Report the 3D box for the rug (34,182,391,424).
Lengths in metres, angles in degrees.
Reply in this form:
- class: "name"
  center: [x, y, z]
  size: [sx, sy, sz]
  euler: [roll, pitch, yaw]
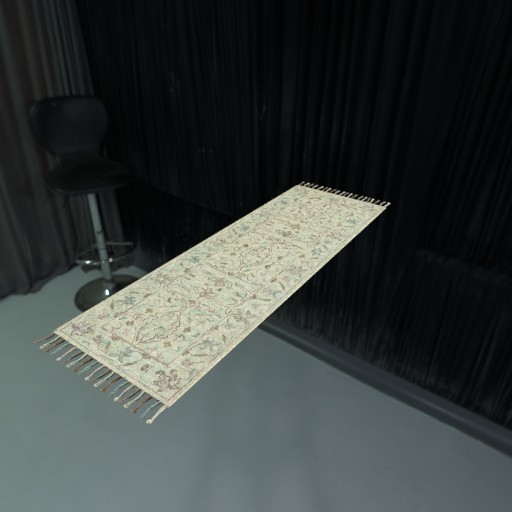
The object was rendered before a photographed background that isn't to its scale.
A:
- class: "rug"
  center: [0.000, 0.000, 2.685]
  size: [0.769, 0.013, 2.440]
  euler: [20, 36, 30]
